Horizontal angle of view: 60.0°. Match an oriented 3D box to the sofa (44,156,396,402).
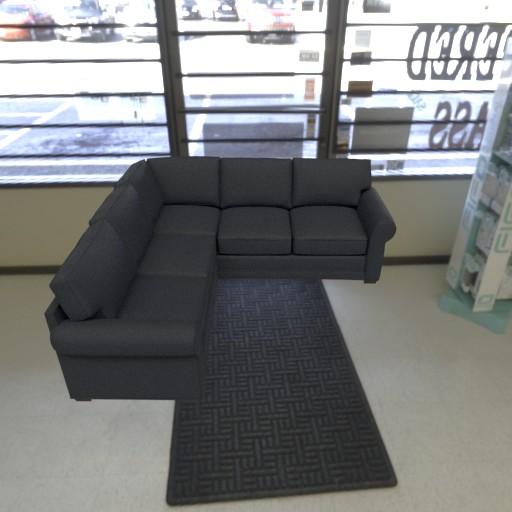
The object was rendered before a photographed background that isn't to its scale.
[{"bbox_3d":[0.000,0.000,3.803,2.562,1.042,2.487,0,31,0],"label":"sofa"}]
